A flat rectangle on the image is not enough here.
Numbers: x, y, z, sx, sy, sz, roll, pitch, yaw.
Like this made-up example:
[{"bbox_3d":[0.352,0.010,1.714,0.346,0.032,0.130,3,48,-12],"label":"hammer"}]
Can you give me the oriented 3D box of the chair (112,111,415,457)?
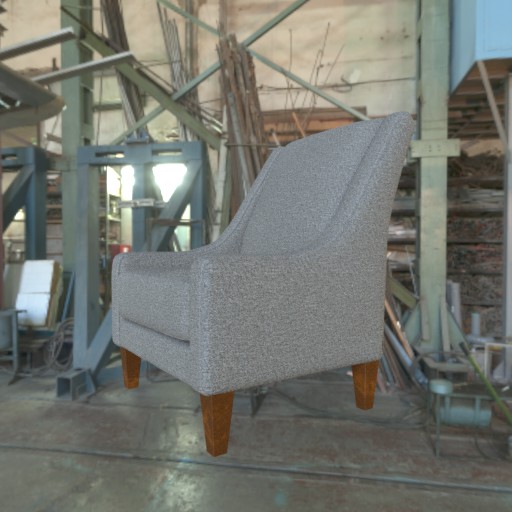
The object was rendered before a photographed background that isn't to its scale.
[{"bbox_3d":[0.000,0.000,1.631,0.870,1.016,0.774,-1,1,-35],"label":"chair"}]
